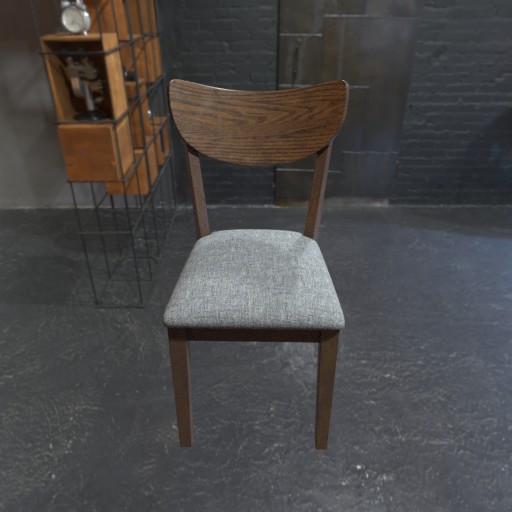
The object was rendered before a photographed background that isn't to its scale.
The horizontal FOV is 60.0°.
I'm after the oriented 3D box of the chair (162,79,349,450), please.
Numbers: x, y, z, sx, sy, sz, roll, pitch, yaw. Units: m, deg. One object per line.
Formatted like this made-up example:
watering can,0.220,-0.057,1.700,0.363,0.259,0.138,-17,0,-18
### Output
chair,0.000,0.000,1.220,0.491,0.849,0.583,1,30,1
